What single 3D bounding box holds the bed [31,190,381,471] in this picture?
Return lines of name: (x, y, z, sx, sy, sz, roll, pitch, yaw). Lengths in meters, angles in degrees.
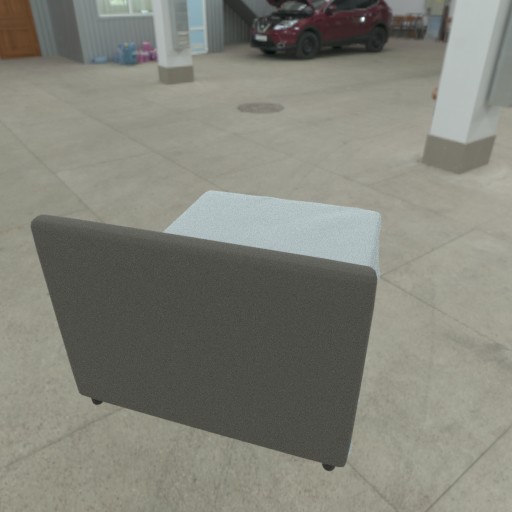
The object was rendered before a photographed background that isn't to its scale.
bed: (0.000, 0.000, 3.149, 1.748, 1.330, 2.142, 9, 32, 15)
